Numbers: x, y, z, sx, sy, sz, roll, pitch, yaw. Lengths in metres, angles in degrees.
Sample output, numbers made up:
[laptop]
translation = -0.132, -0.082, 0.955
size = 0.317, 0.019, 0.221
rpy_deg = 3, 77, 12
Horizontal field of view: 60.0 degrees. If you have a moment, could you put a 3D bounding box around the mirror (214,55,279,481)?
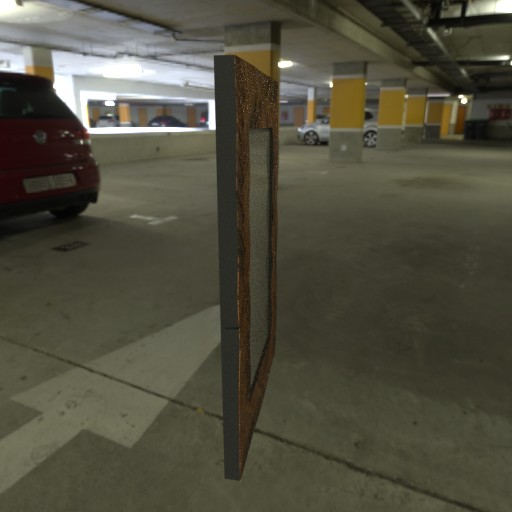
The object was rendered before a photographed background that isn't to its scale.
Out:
[mirror]
translation = 0.000, 0.000, 1.188
size = 0.044, 0.912, 0.606
rpy_deg = 3, 17, 10
